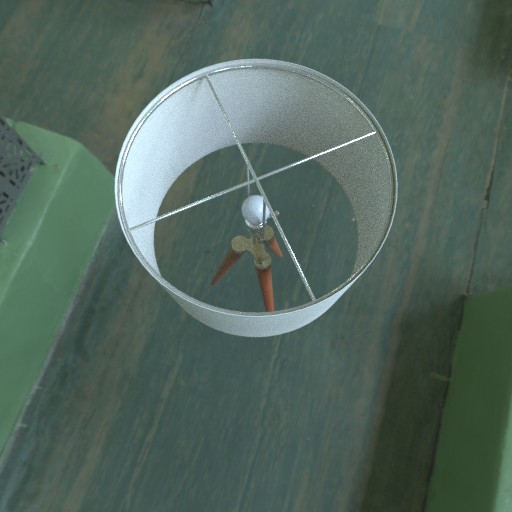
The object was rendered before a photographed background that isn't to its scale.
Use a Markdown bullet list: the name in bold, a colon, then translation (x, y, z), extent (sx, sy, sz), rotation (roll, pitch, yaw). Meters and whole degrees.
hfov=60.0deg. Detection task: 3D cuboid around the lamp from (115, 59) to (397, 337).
- **lamp**: translation (0.000, 0.000, 0.897), extent (0.354, 0.709, 0.355), rotation (16, 74, 5)
